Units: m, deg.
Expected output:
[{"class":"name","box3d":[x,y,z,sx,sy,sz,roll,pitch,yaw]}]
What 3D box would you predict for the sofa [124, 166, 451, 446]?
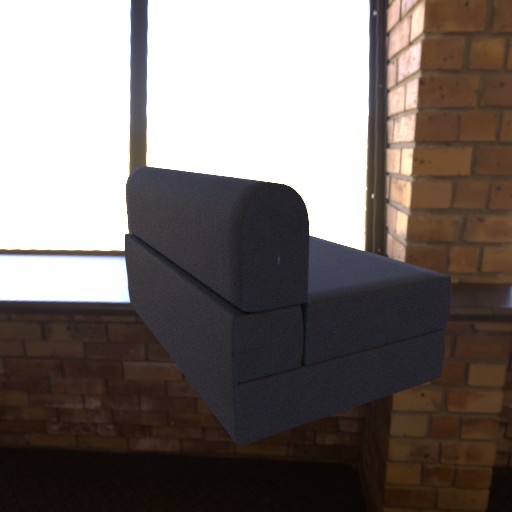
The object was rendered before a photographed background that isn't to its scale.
[{"class":"sofa","box3d":[0.000,0.000,1.723,0.762,0.660,1.219,-7,15,-27]}]
